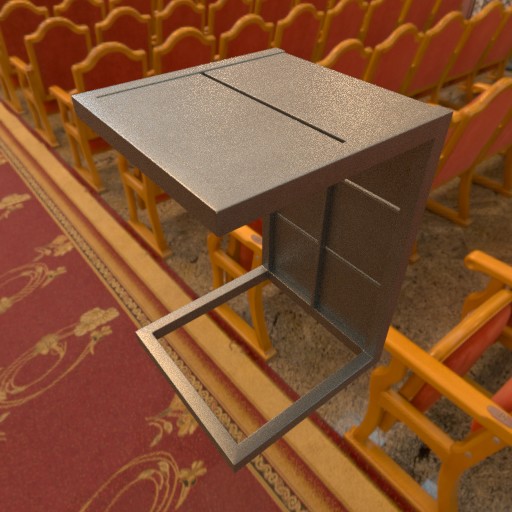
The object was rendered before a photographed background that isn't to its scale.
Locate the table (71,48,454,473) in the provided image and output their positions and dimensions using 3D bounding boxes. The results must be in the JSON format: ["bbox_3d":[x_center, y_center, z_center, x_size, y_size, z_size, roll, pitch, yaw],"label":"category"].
[{"bbox_3d":[0.000,0.000,0.868,0.420,0.609,0.405,-27,47,-28],"label":"table"}]
